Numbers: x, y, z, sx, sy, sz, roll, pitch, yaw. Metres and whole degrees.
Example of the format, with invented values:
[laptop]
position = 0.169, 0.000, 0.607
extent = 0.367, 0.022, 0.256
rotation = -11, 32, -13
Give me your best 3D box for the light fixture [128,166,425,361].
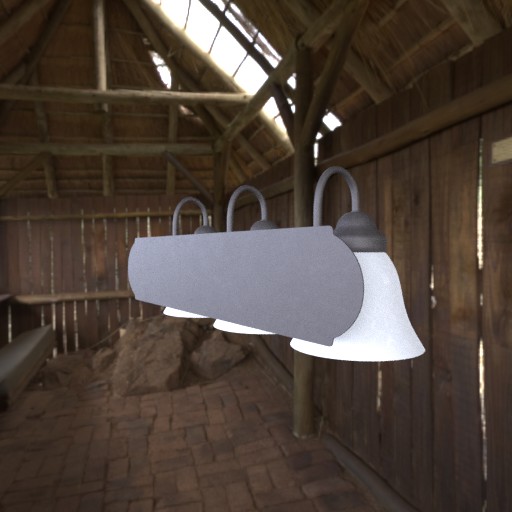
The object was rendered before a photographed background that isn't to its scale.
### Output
[light fixture]
position = 0.000, 0.000, 0.706
extent = 0.199, 0.222, 0.610
rotation = 0, 1, -36
